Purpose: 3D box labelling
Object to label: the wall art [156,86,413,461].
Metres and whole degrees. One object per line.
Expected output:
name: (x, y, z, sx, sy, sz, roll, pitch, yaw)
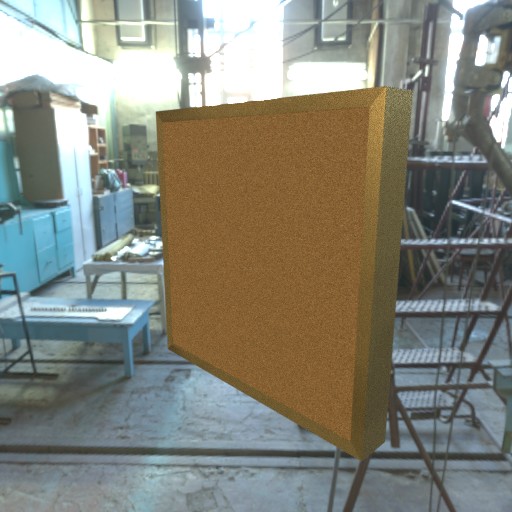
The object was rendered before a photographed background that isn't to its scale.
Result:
wall art: (0.000, 0.000, 0.466, 0.038, 0.305, 0.304, -13, 19, -42)
